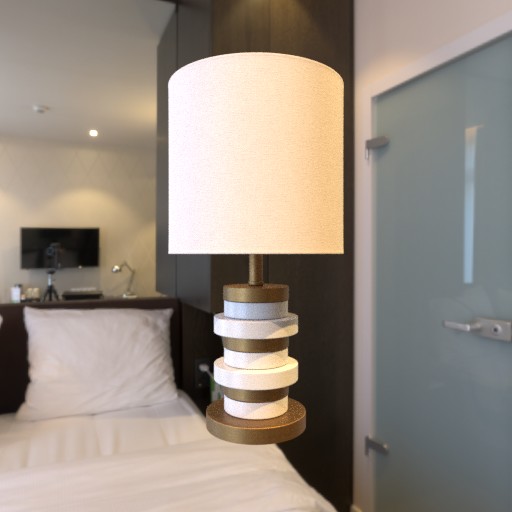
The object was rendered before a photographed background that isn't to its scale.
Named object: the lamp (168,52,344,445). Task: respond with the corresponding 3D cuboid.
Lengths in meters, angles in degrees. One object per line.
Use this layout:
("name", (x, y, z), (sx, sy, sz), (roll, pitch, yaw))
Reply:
("lamp", (0.000, 0.000, 0.541), (0.210, 0.410, 0.210), (0, 0, 35))
